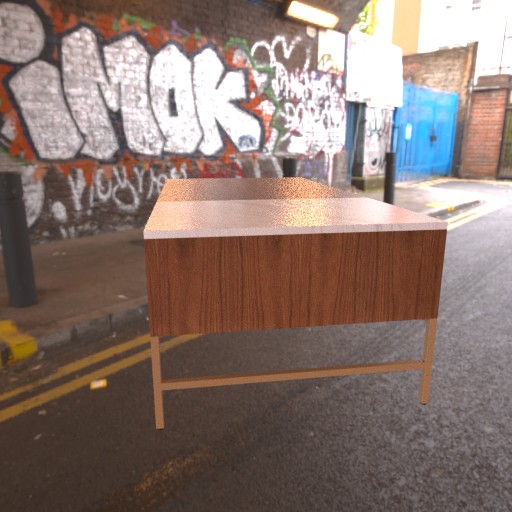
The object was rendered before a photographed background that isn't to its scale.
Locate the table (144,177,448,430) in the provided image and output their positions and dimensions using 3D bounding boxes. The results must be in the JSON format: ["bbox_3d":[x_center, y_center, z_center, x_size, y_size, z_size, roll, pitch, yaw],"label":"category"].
[{"bbox_3d":[0.000,0.000,1.931,0.789,0.551,1.553,-2,15,-9],"label":"table"}]
